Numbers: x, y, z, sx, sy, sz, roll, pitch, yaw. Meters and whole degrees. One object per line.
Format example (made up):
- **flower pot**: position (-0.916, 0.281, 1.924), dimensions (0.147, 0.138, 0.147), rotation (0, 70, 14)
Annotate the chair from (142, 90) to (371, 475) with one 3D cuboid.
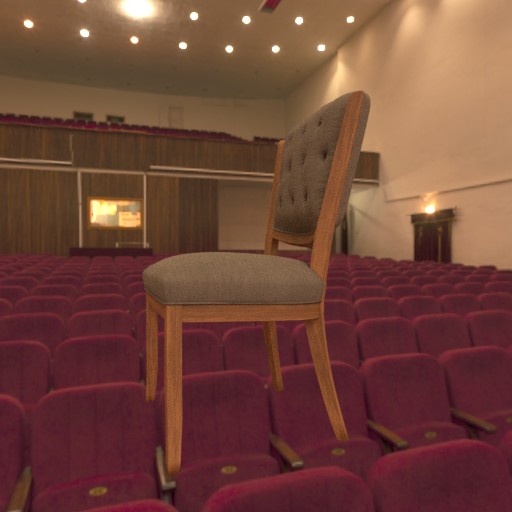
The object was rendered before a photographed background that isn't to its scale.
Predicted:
- **chair**: position (0.000, 0.000, 1.247), dimensions (0.584, 0.905, 0.513), rotation (0, 0, -19)
